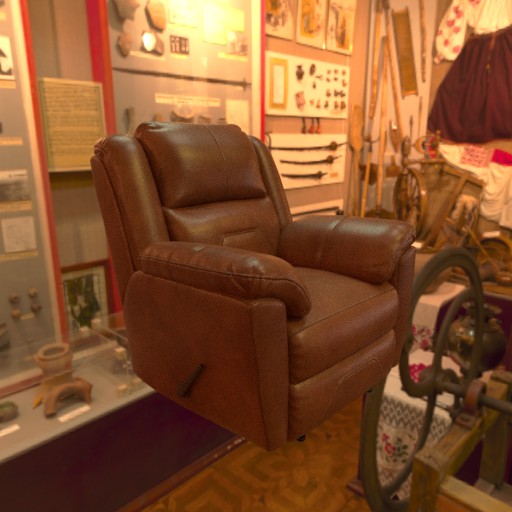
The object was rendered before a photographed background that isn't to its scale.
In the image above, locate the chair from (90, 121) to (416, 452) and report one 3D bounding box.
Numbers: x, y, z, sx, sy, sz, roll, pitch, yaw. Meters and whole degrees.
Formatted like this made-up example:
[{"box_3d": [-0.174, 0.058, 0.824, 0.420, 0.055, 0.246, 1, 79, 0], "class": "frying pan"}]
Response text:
[{"box_3d": [0.000, 0.000, 1.855, 0.990, 1.093, 1.041, -14, 20, -43], "class": "chair"}]
